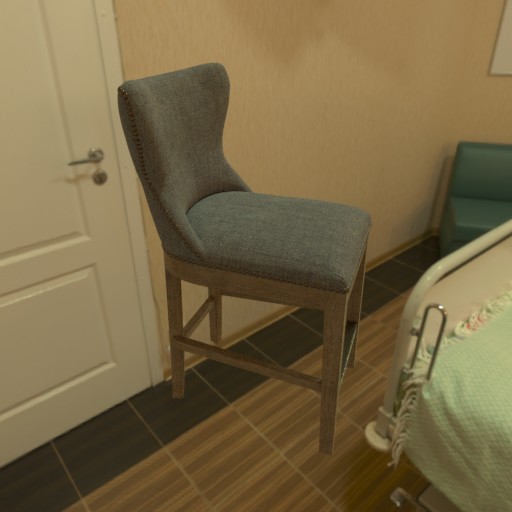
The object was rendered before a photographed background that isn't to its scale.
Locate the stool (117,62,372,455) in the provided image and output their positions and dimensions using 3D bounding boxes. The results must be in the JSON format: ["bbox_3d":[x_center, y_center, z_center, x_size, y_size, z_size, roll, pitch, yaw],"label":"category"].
[{"bbox_3d":[0.000,0.000,1.283,0.608,0.981,0.498,10,30,18],"label":"stool"}]
